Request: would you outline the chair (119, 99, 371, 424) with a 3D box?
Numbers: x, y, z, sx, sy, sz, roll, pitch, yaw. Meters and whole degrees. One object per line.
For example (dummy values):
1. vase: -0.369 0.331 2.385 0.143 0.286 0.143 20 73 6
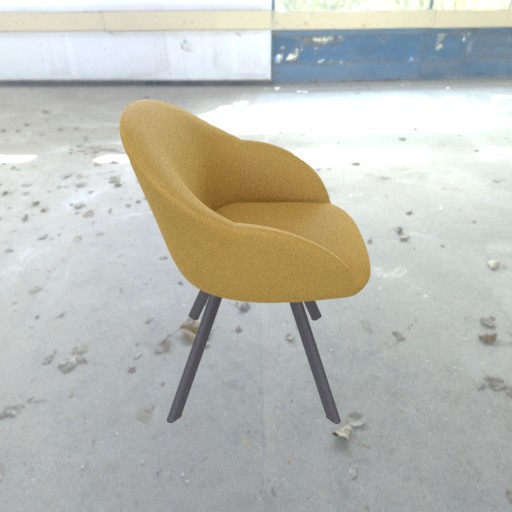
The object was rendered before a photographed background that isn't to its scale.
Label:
1. chair: 0.000 0.000 1.200 0.583 0.793 0.551 0 32 0
